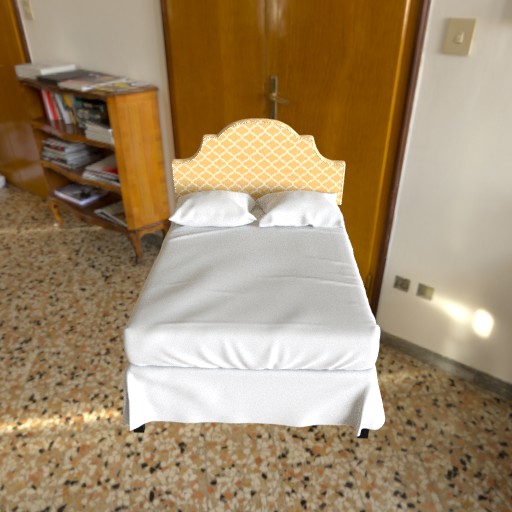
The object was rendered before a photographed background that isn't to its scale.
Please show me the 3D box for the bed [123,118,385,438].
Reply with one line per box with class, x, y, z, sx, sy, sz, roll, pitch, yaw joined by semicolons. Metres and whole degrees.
bed;0.000;0.000;3.420;1.780;1.633;2.222;1;31;1
